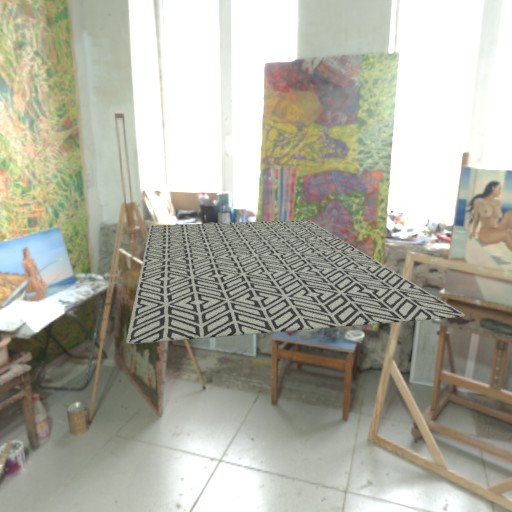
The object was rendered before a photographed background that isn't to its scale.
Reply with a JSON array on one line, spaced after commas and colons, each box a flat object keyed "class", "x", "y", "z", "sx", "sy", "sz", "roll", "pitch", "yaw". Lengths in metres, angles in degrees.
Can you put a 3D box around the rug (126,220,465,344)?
[{"class": "rug", "x": 0.000, "y": 0.000, "z": 3.065, "sx": 1.523, "sy": 0.008, "sz": 2.438, "roll": -3, "pitch": 16, "yaw": -10}]
